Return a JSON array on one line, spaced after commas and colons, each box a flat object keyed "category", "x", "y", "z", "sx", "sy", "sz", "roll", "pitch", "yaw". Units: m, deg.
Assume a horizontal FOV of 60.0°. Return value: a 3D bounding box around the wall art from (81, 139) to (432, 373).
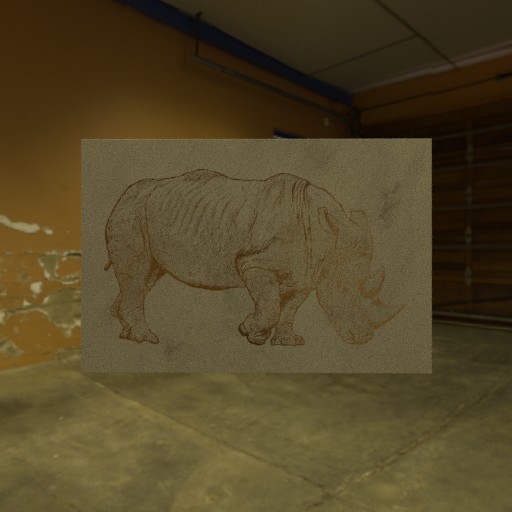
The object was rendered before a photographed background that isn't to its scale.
[{"category": "wall art", "x": 0.000, "y": 0.000, "z": 1.176, "sx": 0.915, "sy": 0.610, "sz": 0.038, "roll": 0, "pitch": 0, "yaw": 1}]
